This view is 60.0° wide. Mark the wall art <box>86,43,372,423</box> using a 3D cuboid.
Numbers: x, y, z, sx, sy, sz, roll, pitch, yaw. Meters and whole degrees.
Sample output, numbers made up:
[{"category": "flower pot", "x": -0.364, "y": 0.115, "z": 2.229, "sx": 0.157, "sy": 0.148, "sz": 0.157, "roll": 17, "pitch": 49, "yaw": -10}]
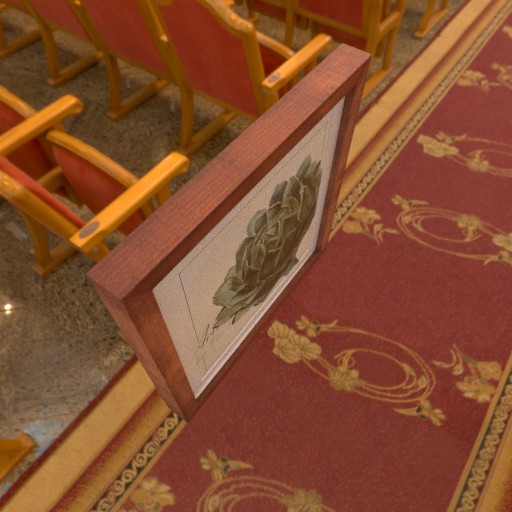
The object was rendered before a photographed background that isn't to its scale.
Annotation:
[{"category": "wall art", "x": 0.000, "y": 0.000, "z": 0.579, "sx": 0.038, "sy": 0.385, "sz": 0.386, "roll": 32, "pitch": 62, "yaw": 19}]
